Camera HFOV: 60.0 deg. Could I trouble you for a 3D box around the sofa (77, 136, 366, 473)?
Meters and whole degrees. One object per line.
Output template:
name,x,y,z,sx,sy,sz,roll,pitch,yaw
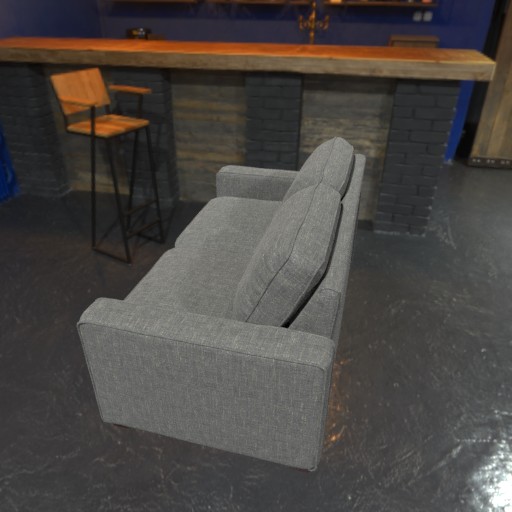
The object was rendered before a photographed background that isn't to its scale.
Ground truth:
sofa,0.000,0.000,2.269,0.947,0.918,1.709,8,32,13
